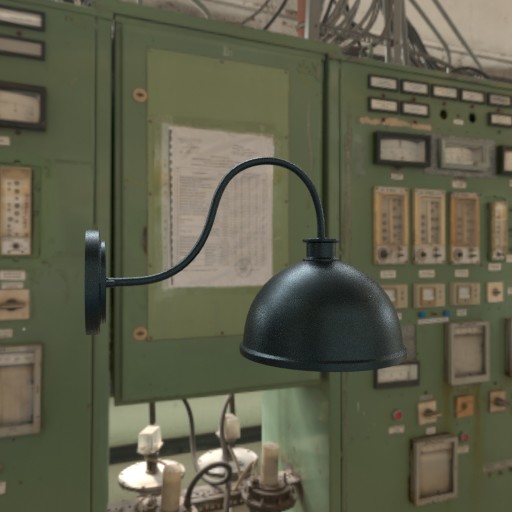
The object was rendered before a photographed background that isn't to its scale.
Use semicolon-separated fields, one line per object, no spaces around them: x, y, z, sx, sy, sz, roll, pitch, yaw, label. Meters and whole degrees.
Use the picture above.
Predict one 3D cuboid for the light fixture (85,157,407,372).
0.000;0.000;0.653;0.467;0.295;0.253;0;0;-19;light fixture
